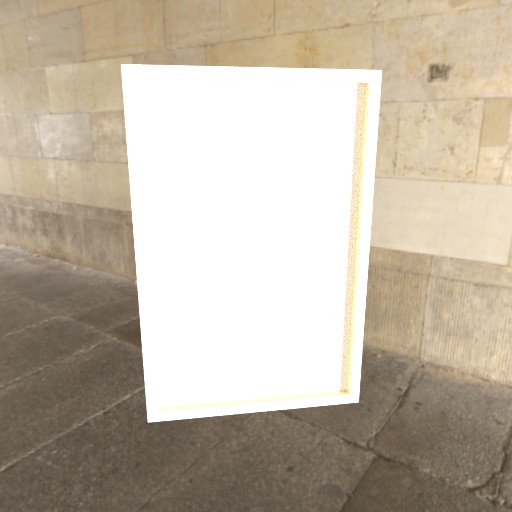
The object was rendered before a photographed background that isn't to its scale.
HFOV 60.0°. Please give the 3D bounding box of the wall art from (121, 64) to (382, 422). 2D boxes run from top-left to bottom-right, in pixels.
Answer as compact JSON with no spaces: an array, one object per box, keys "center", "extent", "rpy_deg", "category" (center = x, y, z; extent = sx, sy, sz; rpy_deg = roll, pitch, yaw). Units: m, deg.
[{"center":[0.000,0.000,1.162],"extent":[0.607,0.912,0.038],"rpy_deg":[-2,16,-9],"category":"wall art"}]
